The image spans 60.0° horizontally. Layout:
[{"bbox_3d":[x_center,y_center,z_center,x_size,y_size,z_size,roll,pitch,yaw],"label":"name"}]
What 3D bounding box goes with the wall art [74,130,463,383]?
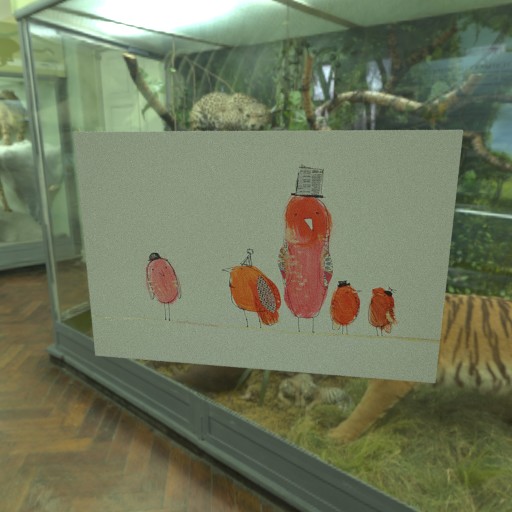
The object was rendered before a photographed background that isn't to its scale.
[{"bbox_3d":[0.000,0.000,1.123,0.914,0.609,0.038,2,14,9],"label":"wall art"}]
